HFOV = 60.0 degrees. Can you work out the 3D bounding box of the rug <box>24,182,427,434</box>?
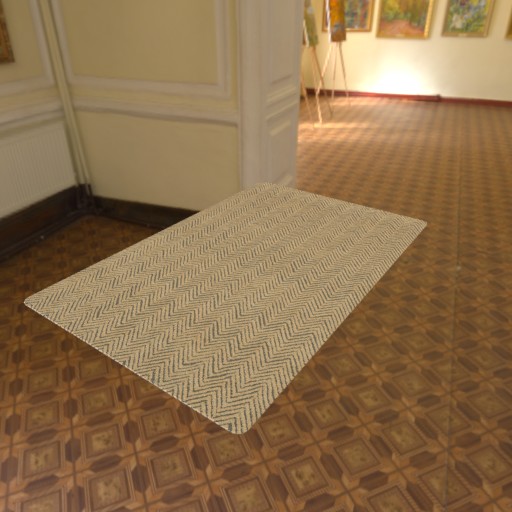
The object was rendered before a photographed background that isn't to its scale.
[{"bbox_3d":[0.000,0.000,2.165,1.144,0.008,1.752,19,35,30],"label":"rug"}]
